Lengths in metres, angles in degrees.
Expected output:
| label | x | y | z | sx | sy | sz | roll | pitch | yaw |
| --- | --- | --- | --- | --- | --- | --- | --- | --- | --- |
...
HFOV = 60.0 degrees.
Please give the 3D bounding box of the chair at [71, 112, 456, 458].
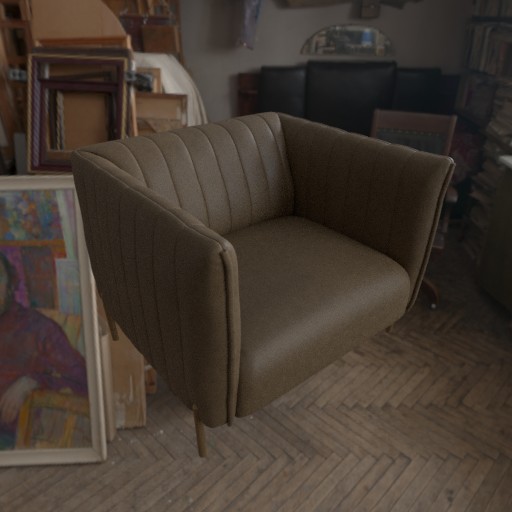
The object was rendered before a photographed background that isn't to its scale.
| label | x | y | z | sx | sy | sz | roll | pitch | yaw |
| --- | --- | --- | --- | --- | --- | --- | --- | --- | --- |
| chair | 0.000 | 0.000 | 1.601 | 0.981 | 0.779 | 0.876 | -22 | 37 | -33 |
